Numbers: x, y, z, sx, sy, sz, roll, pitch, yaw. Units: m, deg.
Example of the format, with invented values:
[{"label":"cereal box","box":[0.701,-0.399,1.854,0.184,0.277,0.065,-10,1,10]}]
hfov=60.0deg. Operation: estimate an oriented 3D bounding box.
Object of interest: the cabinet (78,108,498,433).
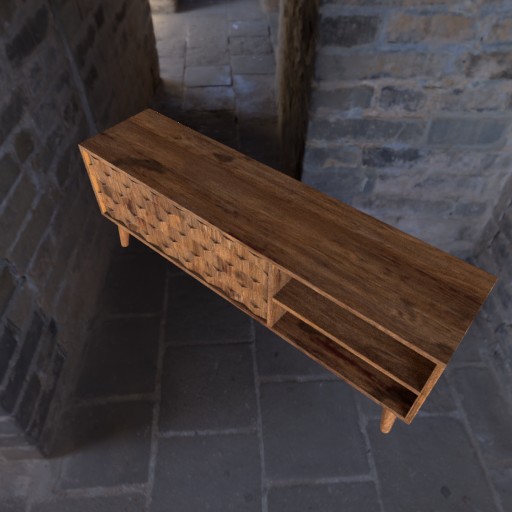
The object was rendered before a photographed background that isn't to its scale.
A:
[{"label":"cabinet","box":[0.000,0.000,1.639,1.448,0.528,0.349,31,54,26]}]
